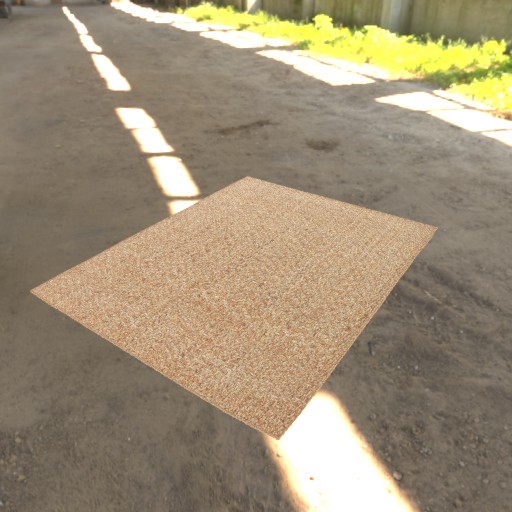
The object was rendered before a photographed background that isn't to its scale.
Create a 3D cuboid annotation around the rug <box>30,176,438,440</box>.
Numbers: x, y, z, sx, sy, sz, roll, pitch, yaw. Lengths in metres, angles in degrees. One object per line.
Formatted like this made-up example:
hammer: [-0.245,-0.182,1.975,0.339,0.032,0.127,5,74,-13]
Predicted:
rug: [0.000,0.000,4.068,2.439,0.013,3.048,20,37,29]
